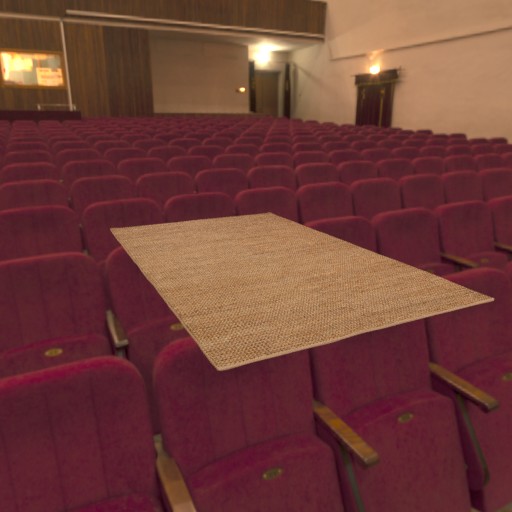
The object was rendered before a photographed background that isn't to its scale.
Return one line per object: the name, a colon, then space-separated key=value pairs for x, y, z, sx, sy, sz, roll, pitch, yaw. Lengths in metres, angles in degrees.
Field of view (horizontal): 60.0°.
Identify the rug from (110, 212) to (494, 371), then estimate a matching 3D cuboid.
rug: x=0.000 y=0.000 z=2.987 sx=1.521 sy=0.034 sz=2.438 roll=-8 pitch=19 yaw=-25
